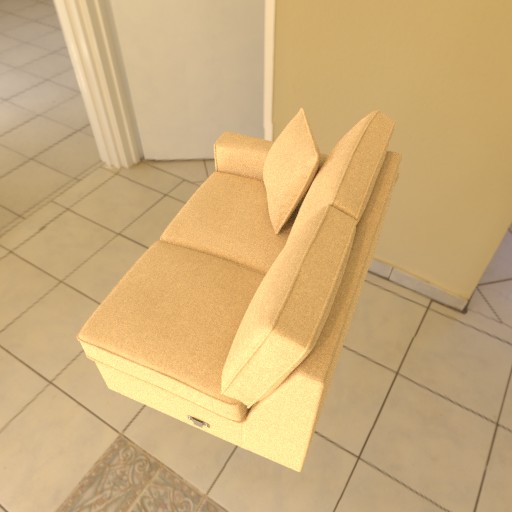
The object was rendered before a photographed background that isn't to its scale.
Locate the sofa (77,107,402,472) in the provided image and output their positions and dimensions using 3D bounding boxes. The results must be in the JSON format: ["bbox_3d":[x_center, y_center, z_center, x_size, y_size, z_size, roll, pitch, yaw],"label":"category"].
[{"bbox_3d":[0.000,0.000,2.027,0.991,0.989,1.388,17,49,15],"label":"sofa"}]
